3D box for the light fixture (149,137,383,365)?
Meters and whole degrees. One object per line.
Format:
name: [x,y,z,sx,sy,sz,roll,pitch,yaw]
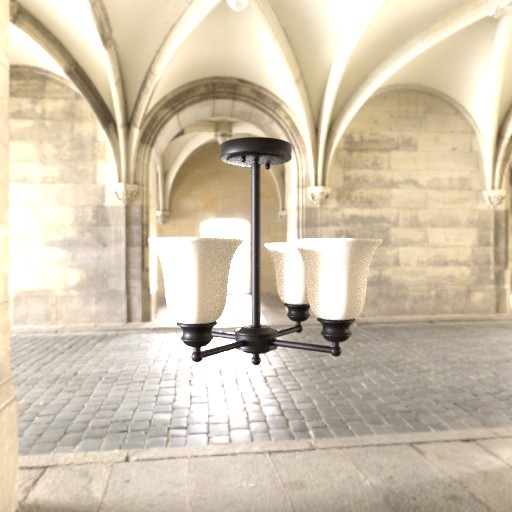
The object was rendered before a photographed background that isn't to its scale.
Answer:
light fixture: [0.000,0.000,1.873,1.069,0.925,1.069,0,0,35]
